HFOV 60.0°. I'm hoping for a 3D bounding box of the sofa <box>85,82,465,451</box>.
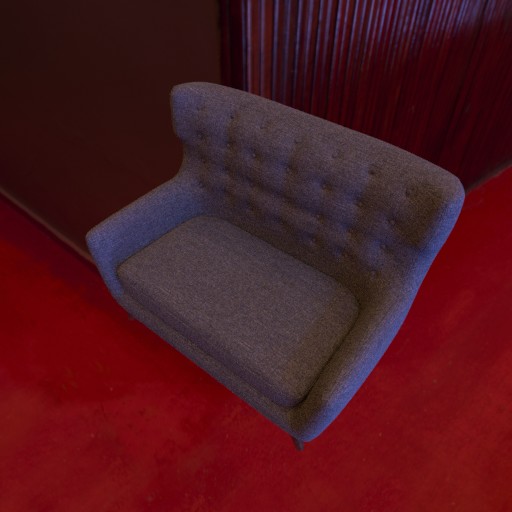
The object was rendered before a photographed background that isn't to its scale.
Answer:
[{"bbox_3d":[0.000,0.000,1.969,1.358,1.028,0.874,30,52,26],"label":"sofa"}]
